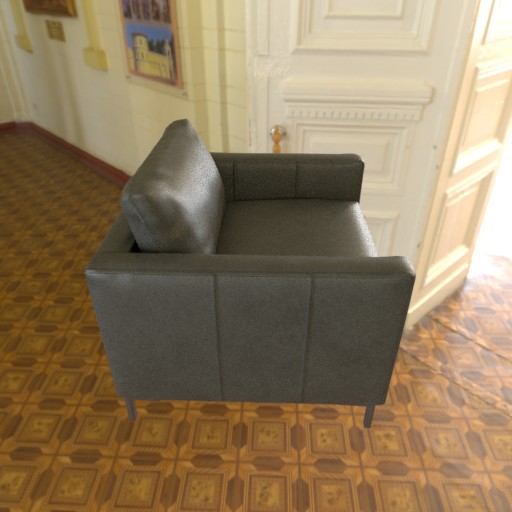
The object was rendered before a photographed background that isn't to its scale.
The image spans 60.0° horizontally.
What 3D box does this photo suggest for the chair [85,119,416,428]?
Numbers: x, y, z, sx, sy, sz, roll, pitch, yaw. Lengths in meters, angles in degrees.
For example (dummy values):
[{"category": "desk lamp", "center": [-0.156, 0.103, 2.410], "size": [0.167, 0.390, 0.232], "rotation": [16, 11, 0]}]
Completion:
[{"category": "chair", "center": [0.000, 0.000, 1.549], "size": [0.861, 0.824, 0.967], "rotation": [1, 33, 2]}]
